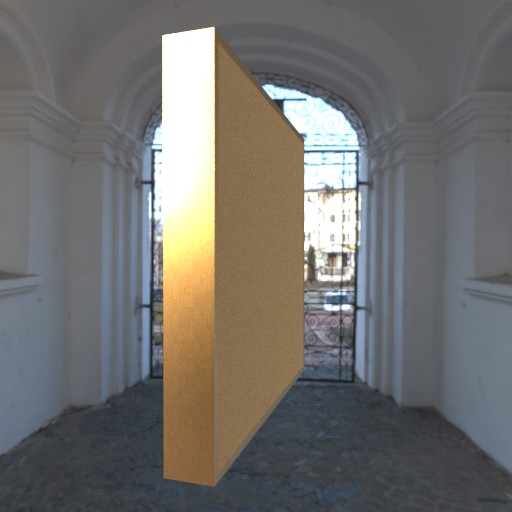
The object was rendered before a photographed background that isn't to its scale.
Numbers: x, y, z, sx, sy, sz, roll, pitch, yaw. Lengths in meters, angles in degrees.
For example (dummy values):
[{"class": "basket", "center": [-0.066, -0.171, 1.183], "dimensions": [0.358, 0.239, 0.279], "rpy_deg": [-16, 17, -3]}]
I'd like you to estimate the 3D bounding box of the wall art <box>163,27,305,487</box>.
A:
[{"class": "wall art", "center": [0.000, 0.000, 0.444], "dimensions": [0.038, 0.304, 0.304], "rpy_deg": [0, 1, 17]}]
